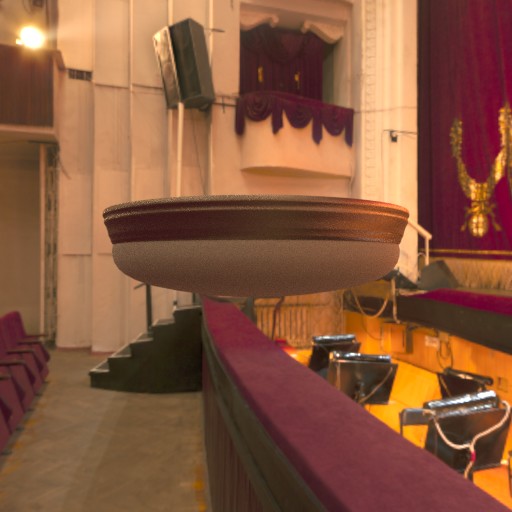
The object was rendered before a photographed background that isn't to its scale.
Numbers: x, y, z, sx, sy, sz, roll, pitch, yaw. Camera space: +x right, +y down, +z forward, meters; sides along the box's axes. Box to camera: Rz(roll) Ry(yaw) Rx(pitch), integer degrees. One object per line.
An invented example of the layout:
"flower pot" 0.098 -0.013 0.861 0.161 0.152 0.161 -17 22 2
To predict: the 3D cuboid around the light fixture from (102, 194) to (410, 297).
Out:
"light fixture" 0.000 0.000 0.561 0.368 0.100 0.368 0 -1 0
